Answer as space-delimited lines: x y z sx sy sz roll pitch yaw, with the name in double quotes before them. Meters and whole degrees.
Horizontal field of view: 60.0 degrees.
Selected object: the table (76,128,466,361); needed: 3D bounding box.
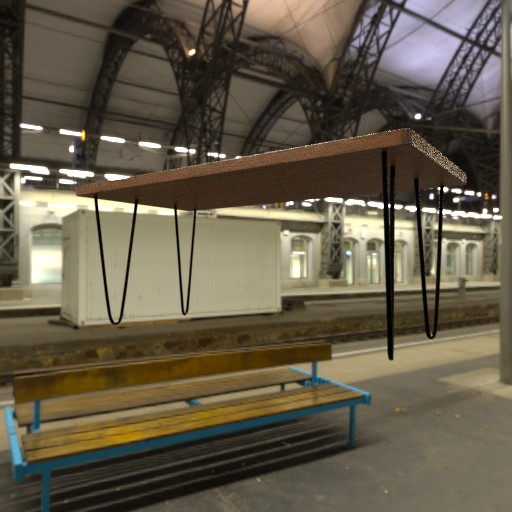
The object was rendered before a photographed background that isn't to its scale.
"table" 0.000 0.000 2.225 1.791 0.753 0.883 -1 -1 36
